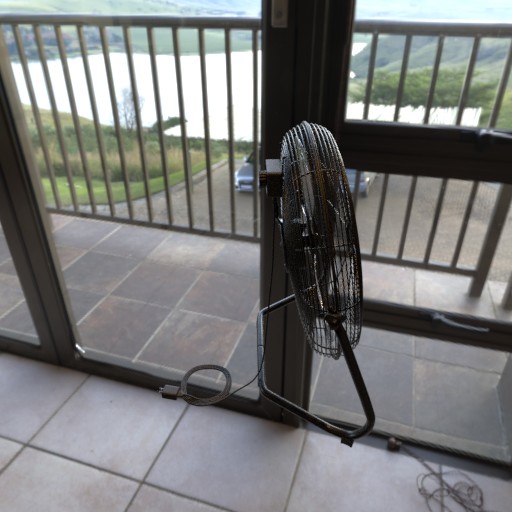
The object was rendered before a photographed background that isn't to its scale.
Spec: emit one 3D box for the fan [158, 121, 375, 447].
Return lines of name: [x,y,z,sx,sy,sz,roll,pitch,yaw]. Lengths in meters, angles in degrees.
fan: [0.000,0.000,0.936,0.424,0.546,0.555,0,30,-1]
